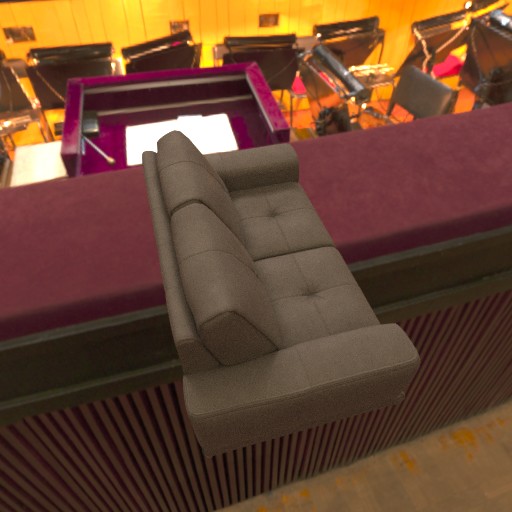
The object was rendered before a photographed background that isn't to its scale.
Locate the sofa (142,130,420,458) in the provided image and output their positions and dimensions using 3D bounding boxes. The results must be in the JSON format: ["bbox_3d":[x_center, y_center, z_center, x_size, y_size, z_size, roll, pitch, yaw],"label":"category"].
[{"bbox_3d":[0.000,0.000,2.430,1.018,0.907,1.806,-11,47,-11],"label":"sofa"}]
